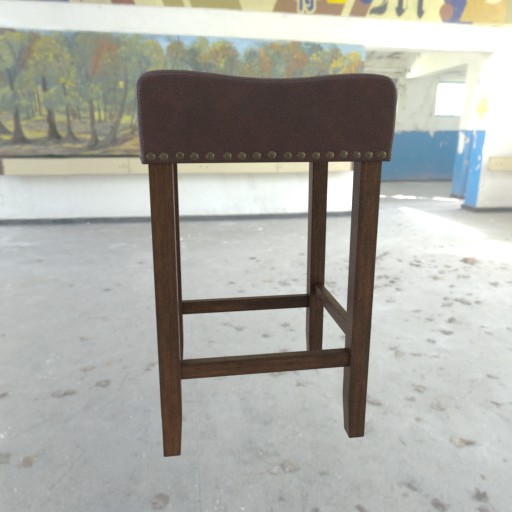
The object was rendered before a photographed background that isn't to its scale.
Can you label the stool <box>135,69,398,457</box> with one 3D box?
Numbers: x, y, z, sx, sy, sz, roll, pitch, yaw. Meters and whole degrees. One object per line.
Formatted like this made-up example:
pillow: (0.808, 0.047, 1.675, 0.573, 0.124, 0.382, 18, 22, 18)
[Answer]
stool: (0.000, 0.000, 1.045, 0.465, 0.769, 0.401, -2, 16, -8)
